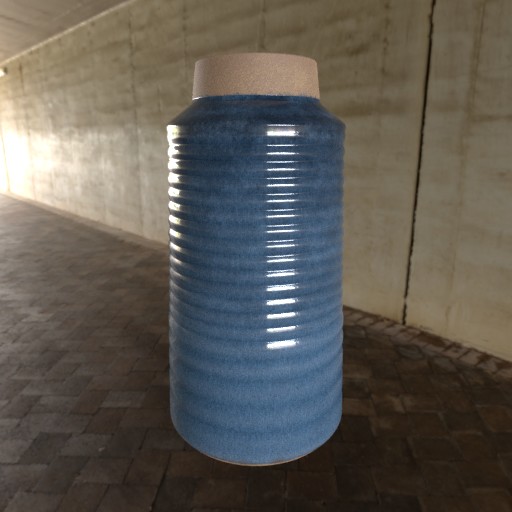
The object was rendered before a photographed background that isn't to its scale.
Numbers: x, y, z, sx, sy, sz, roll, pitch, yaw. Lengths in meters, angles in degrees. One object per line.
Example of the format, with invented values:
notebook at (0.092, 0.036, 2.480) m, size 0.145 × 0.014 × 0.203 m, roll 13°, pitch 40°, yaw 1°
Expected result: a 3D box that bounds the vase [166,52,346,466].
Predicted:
vase at (0.000, 0.000, 0.392) m, size 0.163 × 0.316 × 0.163 m, roll 0°, pitch 15°, yaw 0°
